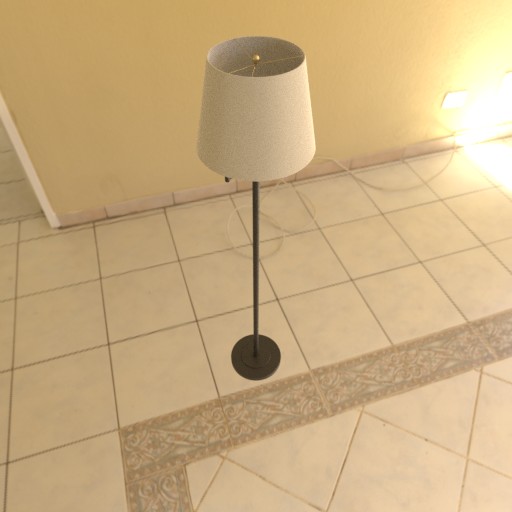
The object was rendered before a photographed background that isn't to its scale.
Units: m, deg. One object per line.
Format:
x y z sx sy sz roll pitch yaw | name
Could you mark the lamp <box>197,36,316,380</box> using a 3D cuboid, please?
0.000 0.000 1.647 0.348 1.473 0.348 -21 50 -19 | lamp
